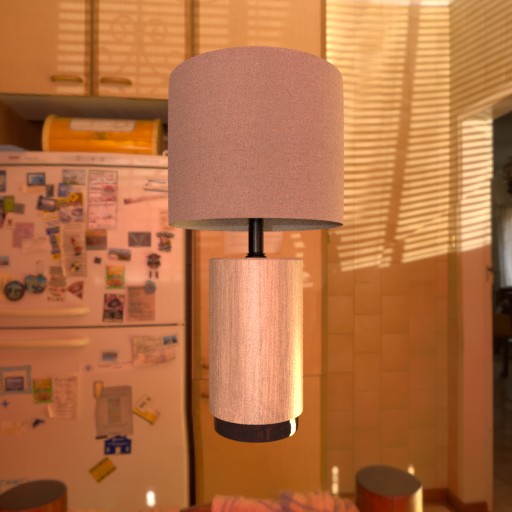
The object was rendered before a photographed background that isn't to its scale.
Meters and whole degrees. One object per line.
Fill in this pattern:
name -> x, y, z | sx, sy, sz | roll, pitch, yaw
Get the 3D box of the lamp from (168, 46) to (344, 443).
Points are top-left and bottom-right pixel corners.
lamp -> 0.000, 0.000, 0.582 | 0.228, 0.444, 0.228 | 0, -1, -36
